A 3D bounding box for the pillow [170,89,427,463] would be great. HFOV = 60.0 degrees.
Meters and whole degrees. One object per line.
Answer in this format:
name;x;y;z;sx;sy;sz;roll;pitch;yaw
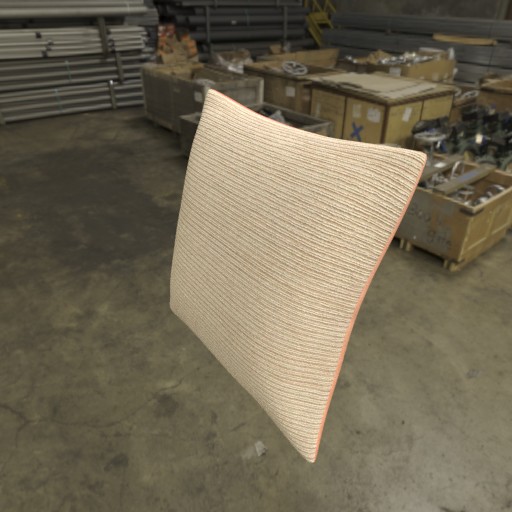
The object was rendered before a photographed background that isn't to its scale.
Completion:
pillow;0.000;0.000;0.659;0.177;0.401;0.424;-20;36;-30
